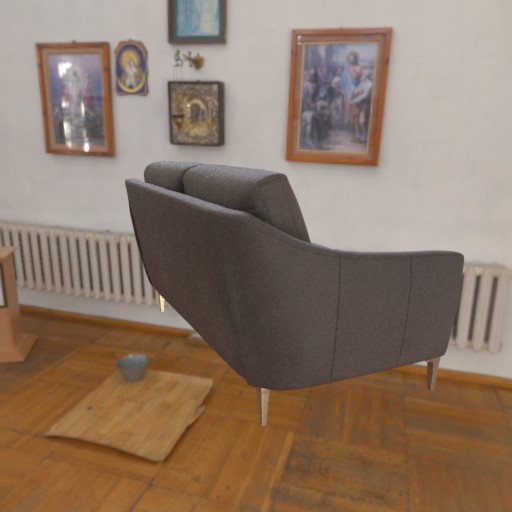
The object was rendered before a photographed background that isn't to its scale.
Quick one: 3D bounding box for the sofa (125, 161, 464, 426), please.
[{"bbox_3d":[0.000,0.000,2.168,0.960,0.902,1.619,-8,16,-27],"label":"sofa"}]
